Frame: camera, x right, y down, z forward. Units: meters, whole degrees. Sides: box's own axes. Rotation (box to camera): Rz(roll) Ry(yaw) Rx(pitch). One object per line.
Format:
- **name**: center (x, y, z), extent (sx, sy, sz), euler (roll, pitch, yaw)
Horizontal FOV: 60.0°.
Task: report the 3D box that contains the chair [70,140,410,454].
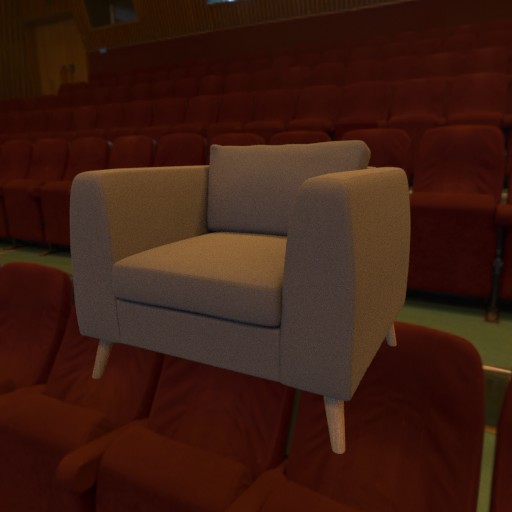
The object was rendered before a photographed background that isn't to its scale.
- **chair**: center (0.000, 0.000, 1.693), extent (1.000, 0.860, 0.930), euler (6, 14, 26)
